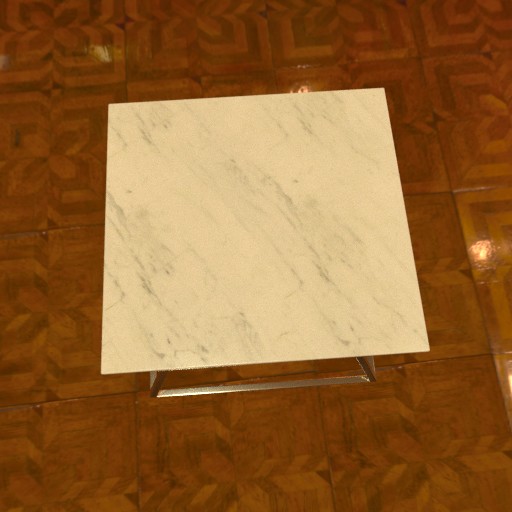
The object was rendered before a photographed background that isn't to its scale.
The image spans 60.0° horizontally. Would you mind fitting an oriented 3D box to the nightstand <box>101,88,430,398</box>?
[{"bbox_3d":[0.000,0.000,0.882,0.513,0.426,0.514,-4,74,-1],"label":"nightstand"}]
